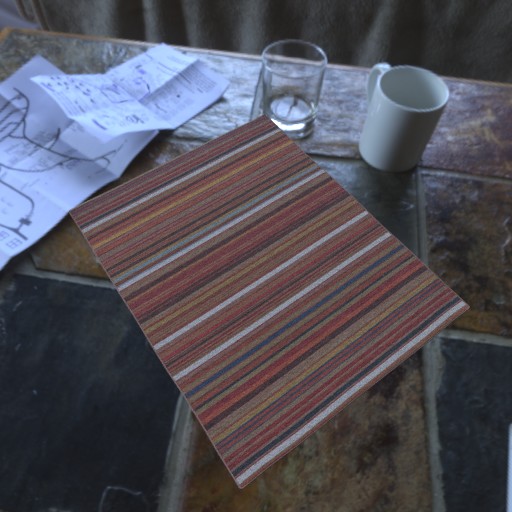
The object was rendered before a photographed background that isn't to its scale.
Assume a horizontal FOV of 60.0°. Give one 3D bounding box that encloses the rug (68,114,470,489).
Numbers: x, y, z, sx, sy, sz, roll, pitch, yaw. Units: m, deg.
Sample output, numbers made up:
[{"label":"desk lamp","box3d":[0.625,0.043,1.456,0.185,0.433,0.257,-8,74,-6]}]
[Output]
[{"label":"rug","box3d":[0.000,0.000,4.198,2.479,0.023,3.092,-31,63,-18]}]
